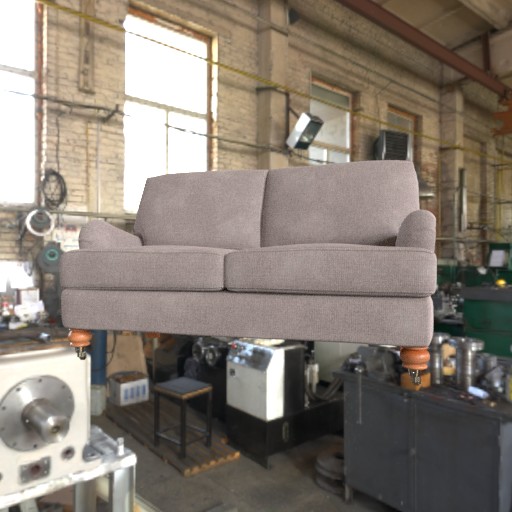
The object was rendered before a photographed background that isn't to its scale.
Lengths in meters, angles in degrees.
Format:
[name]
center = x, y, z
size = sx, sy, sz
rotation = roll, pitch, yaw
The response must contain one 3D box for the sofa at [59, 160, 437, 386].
[sofa]
center = 0.000, 0.000, 2.493
size = 1.853, 1.101, 1.084
rotation = 0, -1, 17
